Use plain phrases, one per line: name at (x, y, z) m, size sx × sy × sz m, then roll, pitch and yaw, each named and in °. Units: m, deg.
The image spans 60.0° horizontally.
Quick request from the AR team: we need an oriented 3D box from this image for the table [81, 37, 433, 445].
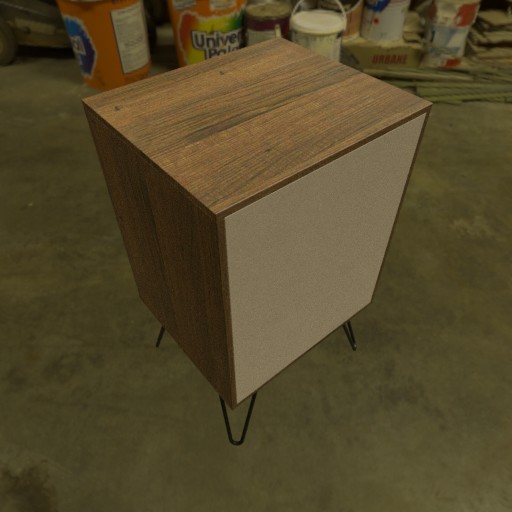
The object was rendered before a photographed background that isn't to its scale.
table at (0.000, 0.000, 1.174) m, size 0.526 × 0.866 × 0.457 m, roll -31°, pitch 53°, yaw -26°
